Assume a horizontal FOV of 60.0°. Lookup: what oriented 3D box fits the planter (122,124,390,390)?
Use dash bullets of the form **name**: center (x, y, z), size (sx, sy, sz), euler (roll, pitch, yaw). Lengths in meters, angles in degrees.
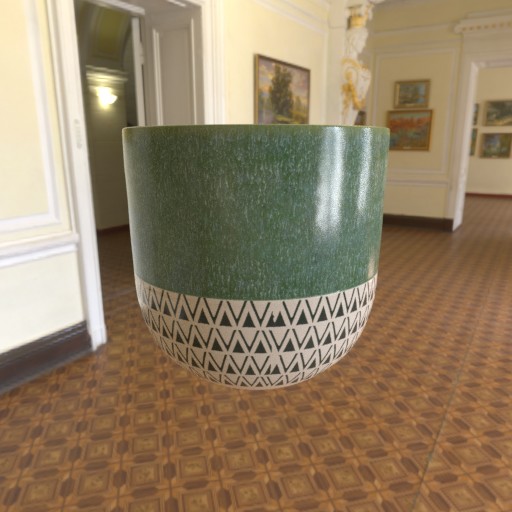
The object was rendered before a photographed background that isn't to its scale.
- **planter**: center (0.000, 0.000, 0.491), size (0.266, 0.270, 0.266), euler (0, 14, 0)
